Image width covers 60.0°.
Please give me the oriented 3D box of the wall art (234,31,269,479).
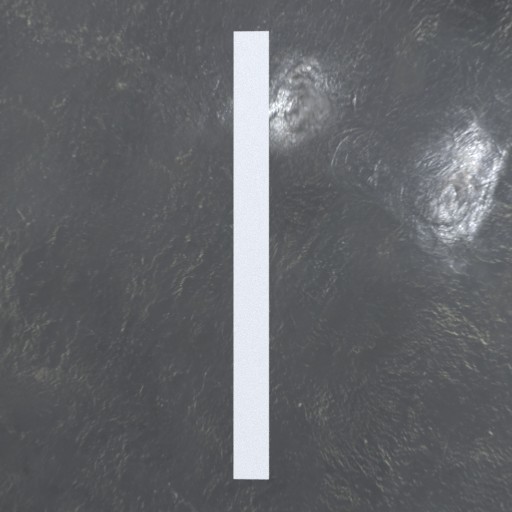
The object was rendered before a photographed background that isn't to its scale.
[{"bbox_3d":[0.000,0.000,0.758,0.040,0.509,0.509,0,90,1],"label":"wall art"}]
